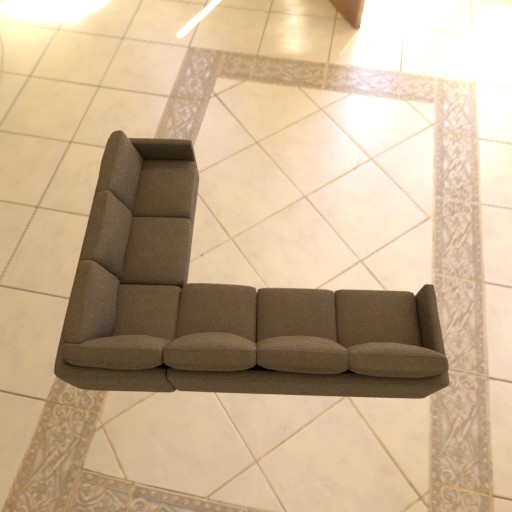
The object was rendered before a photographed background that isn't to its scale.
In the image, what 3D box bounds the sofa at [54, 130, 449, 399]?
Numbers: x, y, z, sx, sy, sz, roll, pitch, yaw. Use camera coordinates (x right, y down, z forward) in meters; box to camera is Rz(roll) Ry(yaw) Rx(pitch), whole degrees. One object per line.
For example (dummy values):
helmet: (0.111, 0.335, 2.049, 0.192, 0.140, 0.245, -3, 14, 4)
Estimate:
sofa: (0.000, 0.000, 4.412, 3.302, 0.947, 2.593, 1, 63, 1)
